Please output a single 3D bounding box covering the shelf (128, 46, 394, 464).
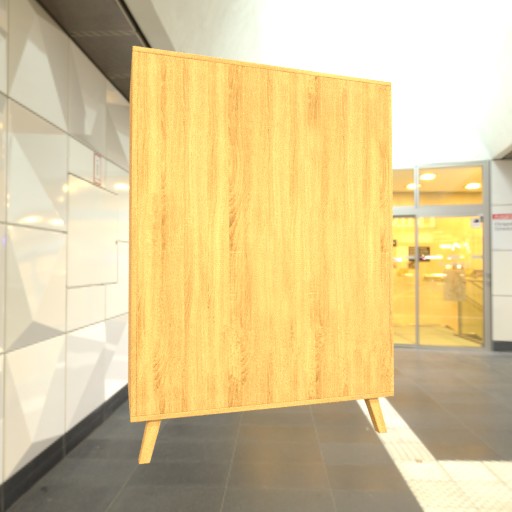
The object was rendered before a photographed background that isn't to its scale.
[{"bbox_3d":[0.000,0.000,1.827,1.000,1.390,0.450,0,-1,-17],"label":"shelf"}]
